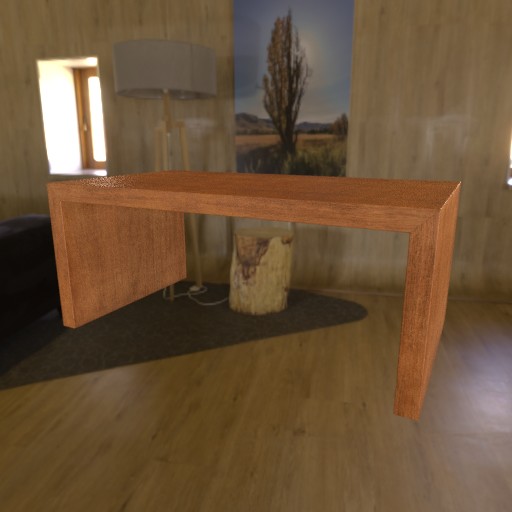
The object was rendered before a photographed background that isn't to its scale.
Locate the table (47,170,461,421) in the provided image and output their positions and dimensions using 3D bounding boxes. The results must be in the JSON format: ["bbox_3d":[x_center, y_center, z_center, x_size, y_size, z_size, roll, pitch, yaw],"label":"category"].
[{"bbox_3d":[0.000,0.000,1.272,1.000,0.419,0.549,8,17,26],"label":"table"}]
